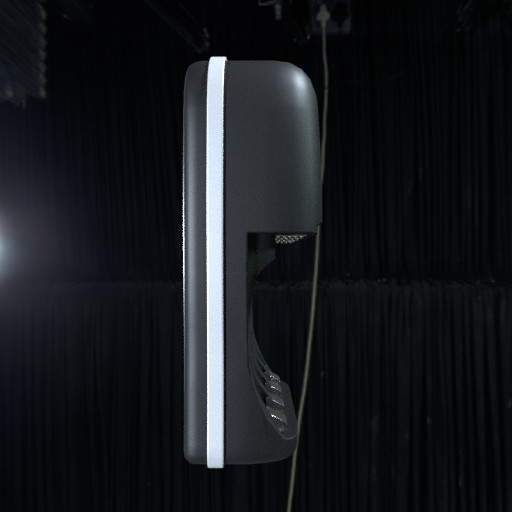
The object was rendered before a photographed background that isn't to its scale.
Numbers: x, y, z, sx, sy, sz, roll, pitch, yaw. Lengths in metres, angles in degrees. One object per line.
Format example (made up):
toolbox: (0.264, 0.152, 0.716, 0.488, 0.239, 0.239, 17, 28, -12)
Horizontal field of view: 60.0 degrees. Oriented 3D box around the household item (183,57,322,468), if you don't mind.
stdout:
household item: (0.000, 0.000, 0.147, 0.038, 0.114, 0.070, 0, 0, 1)
